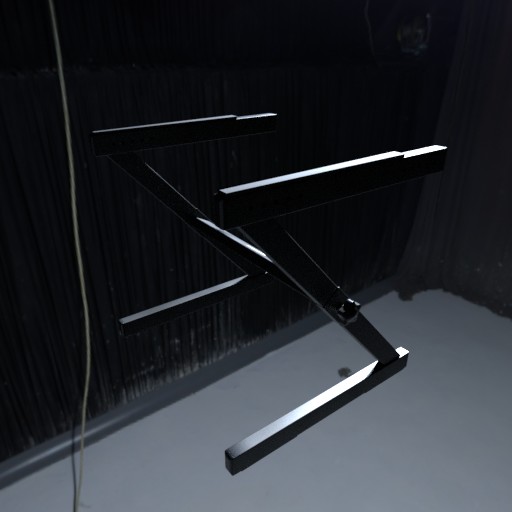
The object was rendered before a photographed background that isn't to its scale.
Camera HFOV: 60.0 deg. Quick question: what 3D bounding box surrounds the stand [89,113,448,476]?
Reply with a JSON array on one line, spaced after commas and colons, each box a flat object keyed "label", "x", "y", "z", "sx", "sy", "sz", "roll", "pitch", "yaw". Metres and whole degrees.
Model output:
[{"label": "stand", "x": 0.000, "y": 0.000, "z": 1.169, "sx": 0.586, "sy": 0.617, "sz": 0.700, "roll": -18, "pitch": 31, "yaw": -32}]
